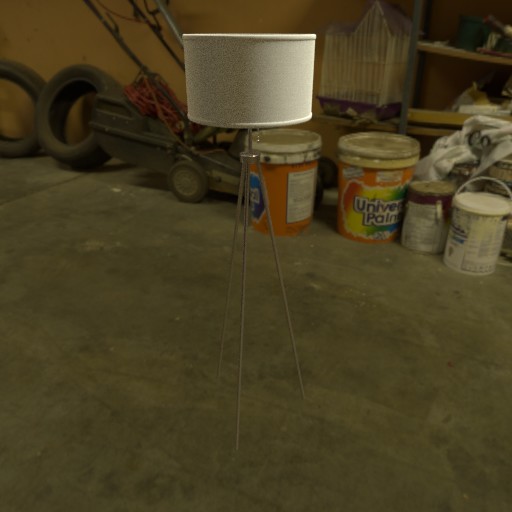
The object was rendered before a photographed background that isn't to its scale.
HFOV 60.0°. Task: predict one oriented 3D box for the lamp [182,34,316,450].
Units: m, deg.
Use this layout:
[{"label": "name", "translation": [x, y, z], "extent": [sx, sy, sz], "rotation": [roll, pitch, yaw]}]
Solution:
[{"label": "lamp", "translation": [0.000, 0.000, 1.727], "extent": [0.458, 1.545, 0.448], "rotation": [-9, 28, -16]}]
